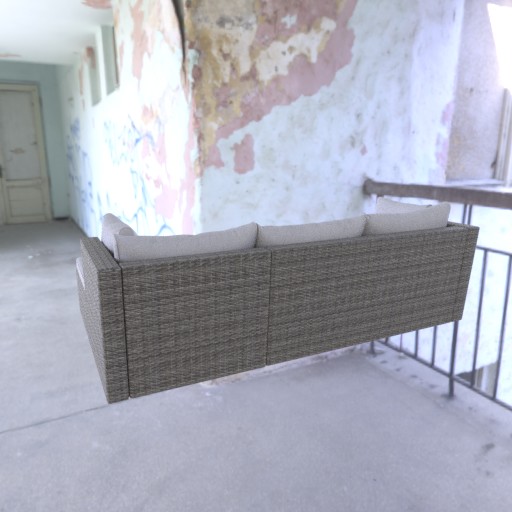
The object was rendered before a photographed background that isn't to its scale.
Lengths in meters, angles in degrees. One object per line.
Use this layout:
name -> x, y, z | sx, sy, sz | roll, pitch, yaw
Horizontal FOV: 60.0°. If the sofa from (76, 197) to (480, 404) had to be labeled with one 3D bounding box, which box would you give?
sofa -> 0.000, 0.000, 2.971 | 2.192, 0.766, 1.662 | -7, 15, -25
